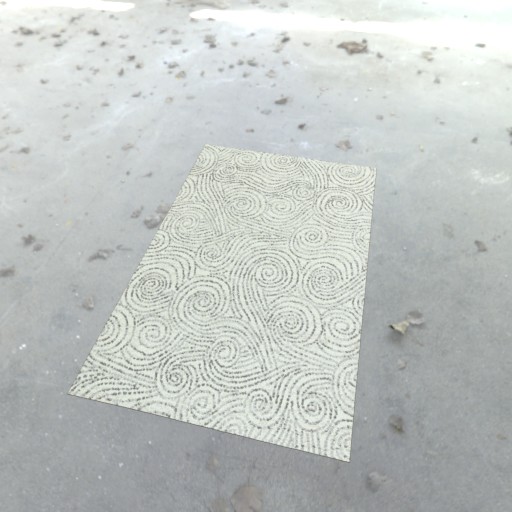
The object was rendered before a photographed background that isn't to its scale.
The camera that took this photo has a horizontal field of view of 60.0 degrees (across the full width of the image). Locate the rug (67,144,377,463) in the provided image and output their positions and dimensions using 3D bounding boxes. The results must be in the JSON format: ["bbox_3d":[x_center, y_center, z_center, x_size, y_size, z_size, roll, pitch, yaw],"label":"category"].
[{"bbox_3d":[0.000,0.000,3.076,1.524,0.005,2.439,10,49,9],"label":"rug"}]
